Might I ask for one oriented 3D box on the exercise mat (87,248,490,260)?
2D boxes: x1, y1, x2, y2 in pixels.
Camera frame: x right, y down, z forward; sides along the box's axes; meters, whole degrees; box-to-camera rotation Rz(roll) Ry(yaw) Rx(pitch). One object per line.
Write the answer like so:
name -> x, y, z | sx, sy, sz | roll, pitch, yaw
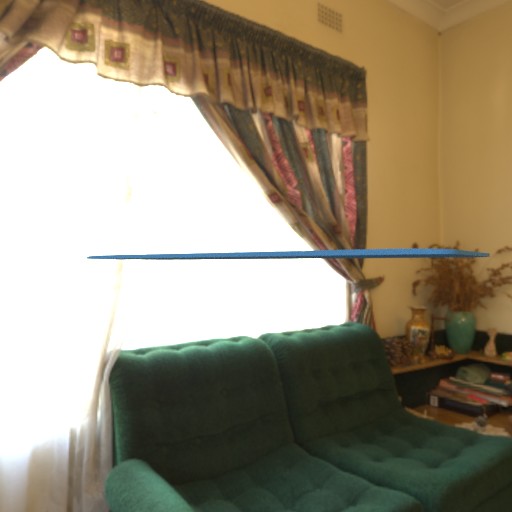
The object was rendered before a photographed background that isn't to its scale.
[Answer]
exercise mat -> 0.000, 0.000, 2.060 | 1.869, 0.021, 0.616 | -1, -1, 37
